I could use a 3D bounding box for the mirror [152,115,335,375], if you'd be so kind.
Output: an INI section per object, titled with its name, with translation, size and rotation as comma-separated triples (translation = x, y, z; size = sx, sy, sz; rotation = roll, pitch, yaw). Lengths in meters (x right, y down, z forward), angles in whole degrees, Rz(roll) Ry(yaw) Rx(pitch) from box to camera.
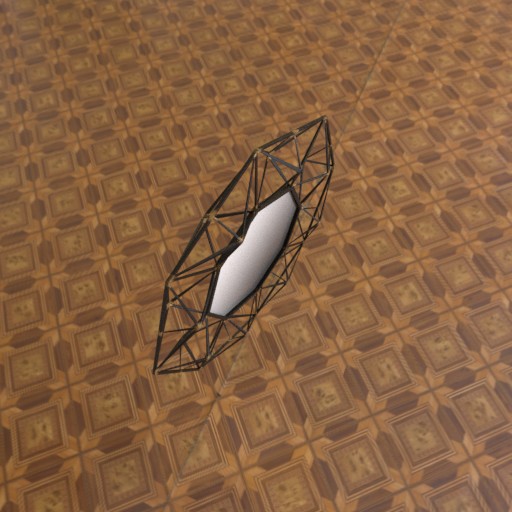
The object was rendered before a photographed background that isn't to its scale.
[mirror]
translation = 0.000, 0.000, 1.062
size = 0.094, 0.710, 0.710
rotation = 33, 65, 18
